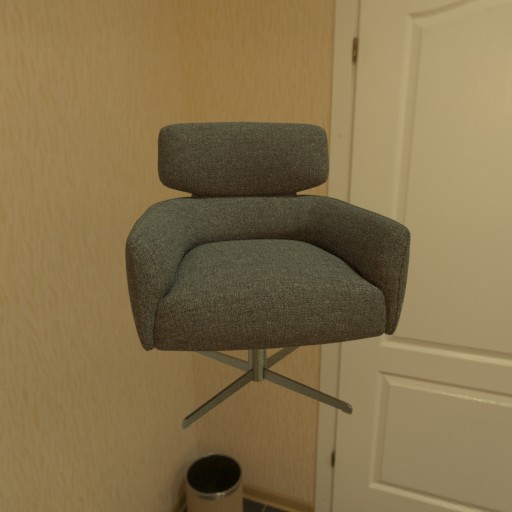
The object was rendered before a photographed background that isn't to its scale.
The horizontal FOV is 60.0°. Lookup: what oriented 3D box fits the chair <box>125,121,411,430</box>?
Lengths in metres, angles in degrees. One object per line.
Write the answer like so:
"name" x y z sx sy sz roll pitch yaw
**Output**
"chair" 0.000 0.000 1.375 0.706 0.812 0.715 -2 16 -8
